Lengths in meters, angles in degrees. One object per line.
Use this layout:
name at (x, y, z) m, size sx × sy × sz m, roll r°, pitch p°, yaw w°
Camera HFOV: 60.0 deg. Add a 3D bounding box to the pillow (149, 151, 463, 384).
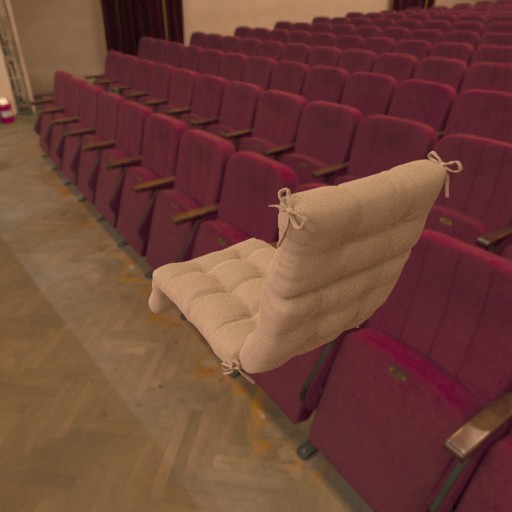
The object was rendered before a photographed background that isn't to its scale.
pillow at (0.000, 0.000, 1.492) m, size 0.526 × 0.863 × 1.016 m, roll -19°, pitch 35°, yaw -29°
